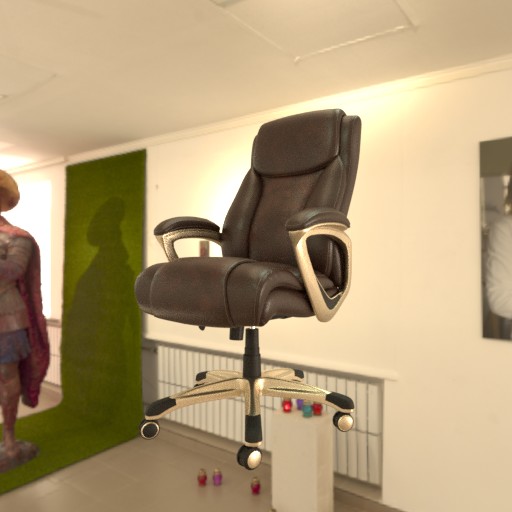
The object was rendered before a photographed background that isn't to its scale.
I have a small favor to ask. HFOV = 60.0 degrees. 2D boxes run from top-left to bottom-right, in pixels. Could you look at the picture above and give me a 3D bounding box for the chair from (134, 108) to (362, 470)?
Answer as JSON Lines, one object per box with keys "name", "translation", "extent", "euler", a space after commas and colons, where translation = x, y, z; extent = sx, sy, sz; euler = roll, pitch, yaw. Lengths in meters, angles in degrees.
{"name": "chair", "translation": [0.000, 0.000, 1.618], "extent": [0.692, 1.194, 0.749], "euler": [0, 0, 36]}
